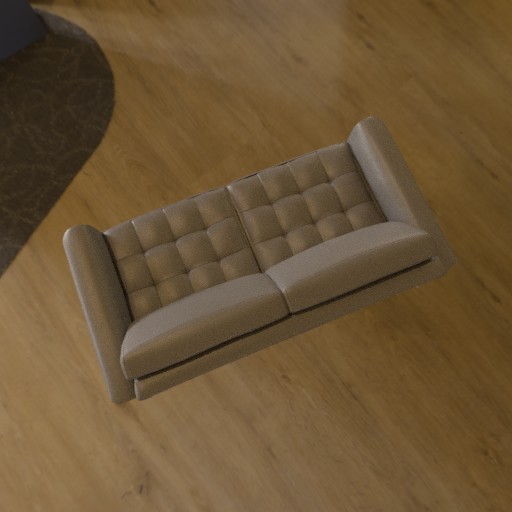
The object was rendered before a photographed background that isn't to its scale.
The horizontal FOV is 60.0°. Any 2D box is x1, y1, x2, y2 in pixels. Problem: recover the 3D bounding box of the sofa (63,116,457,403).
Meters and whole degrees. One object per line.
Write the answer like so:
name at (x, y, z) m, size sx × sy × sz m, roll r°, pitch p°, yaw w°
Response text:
sofa at (0.000, 0.000, 2.770) m, size 2.177 × 0.930 × 1.121 m, roll -21°, pitch 77°, yaw -5°
